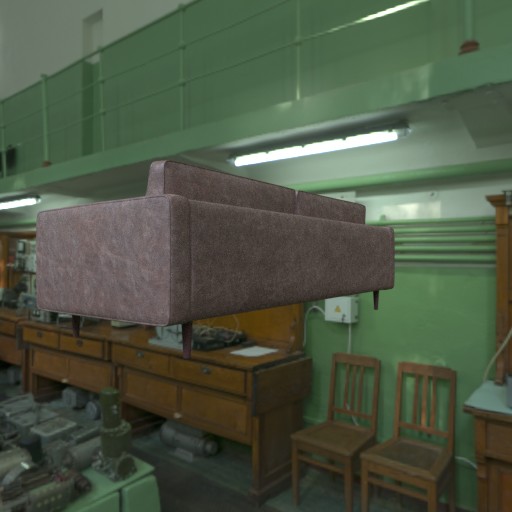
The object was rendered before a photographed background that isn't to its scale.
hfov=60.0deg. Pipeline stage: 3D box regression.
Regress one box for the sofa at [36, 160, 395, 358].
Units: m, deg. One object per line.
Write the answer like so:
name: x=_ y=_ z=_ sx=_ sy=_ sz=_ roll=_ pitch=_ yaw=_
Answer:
sofa: x=0.000 y=0.000 z=2.625 sx=0.914 sy=0.762 sz=2.210 roll=0 pitch=0 yaw=37
